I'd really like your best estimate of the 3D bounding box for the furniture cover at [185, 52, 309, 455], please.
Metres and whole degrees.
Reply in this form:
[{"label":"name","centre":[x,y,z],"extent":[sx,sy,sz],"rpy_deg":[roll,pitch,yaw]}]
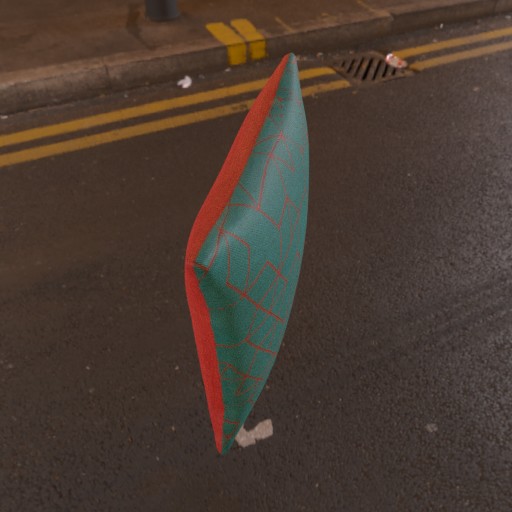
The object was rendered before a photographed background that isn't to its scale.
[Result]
[{"label":"furniture cover","centre":[0.000,0.000,0.781],"extent":[0.158,0.508,0.517],"rpy_deg":[10,48,9]}]
